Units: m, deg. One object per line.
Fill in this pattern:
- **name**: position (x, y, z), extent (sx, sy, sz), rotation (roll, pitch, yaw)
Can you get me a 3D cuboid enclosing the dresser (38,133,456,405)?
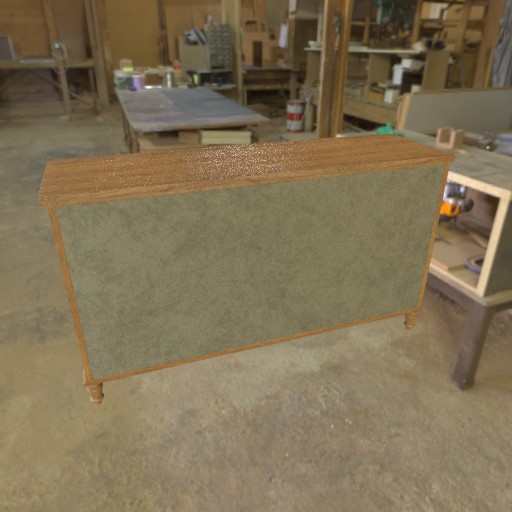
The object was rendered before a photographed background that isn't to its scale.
- **dresser**: position (0.000, 0.000, 1.991), extent (1.583, 0.892, 0.468), rotation (-9, 28, -17)
